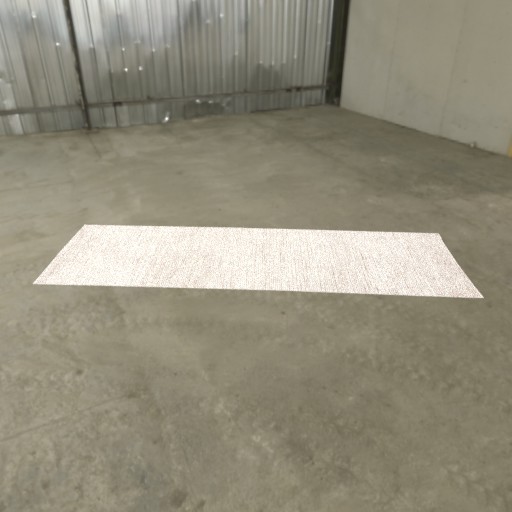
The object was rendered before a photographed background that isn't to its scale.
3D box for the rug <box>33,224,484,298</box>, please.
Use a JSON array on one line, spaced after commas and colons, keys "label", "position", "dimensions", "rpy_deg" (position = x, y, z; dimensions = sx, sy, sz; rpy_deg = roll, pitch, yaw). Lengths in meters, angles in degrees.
[{"label": "rug", "position": [0.000, 0.000, 2.603], "dimensions": [2.346, 0.013, 0.712], "rpy_deg": [2, 30, 3]}]
